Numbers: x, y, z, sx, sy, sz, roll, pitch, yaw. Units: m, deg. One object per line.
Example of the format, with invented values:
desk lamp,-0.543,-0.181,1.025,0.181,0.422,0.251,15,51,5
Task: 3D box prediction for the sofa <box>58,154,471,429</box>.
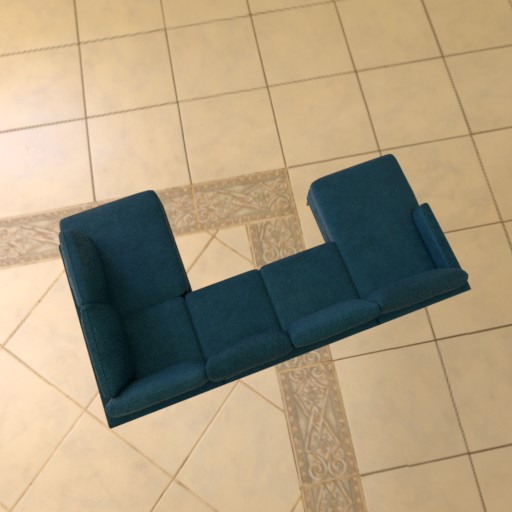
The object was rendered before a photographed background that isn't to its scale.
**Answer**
sofa,0.000,0.000,4.305,3.434,0.992,2.055,-20,76,-5
